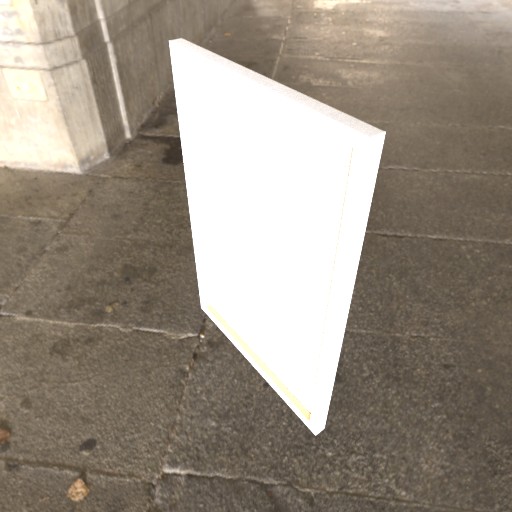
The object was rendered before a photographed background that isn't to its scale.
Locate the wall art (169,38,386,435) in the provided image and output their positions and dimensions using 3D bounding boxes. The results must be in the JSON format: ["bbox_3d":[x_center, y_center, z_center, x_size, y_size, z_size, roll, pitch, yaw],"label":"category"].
[{"bbox_3d":[0.000,0.000,1.146,0.038,0.912,0.607,-27,48,-27],"label":"wall art"}]
